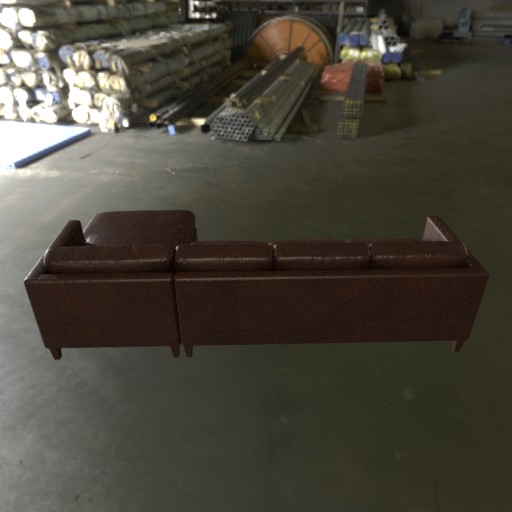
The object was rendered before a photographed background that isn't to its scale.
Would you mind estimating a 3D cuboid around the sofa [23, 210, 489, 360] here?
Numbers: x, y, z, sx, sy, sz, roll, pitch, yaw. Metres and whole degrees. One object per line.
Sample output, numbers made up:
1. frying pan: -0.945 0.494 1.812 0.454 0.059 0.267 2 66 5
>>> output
1. sofa: 0.000 0.000 3.848 3.203 0.883 1.581 -1 31 -1
